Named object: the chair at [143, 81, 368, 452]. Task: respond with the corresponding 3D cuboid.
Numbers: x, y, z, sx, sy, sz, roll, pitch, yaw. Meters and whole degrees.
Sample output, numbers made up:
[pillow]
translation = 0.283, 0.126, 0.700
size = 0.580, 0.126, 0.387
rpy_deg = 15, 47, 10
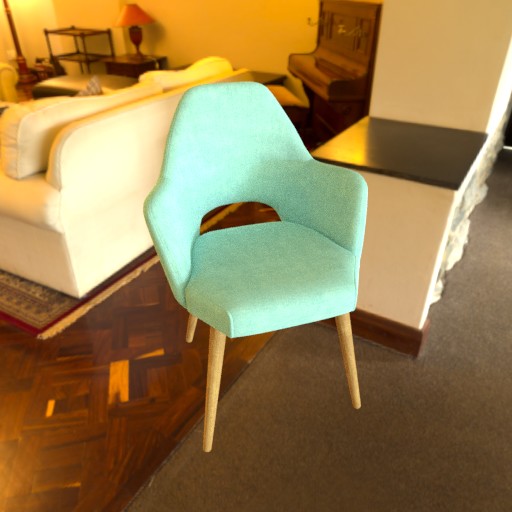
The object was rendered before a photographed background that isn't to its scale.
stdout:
[chair]
translation = 0.000, 0.000, 1.269
size = 0.590, 0.840, 0.610
rpy_deg = -10, 33, -15
